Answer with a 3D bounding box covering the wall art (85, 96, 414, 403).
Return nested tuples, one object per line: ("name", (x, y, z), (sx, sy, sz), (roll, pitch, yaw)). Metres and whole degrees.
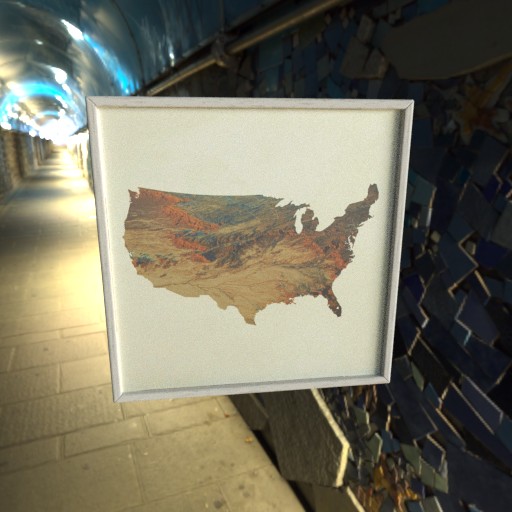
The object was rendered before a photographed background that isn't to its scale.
("wall art", (0.000, 0.000, 1.920), (1.287, 1.288, 0.078), (-2, 15, -7))
